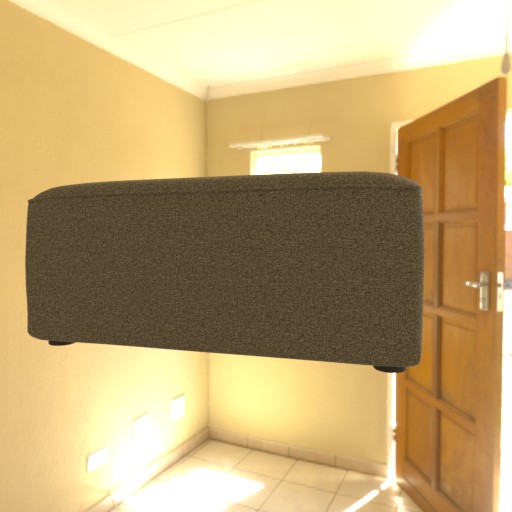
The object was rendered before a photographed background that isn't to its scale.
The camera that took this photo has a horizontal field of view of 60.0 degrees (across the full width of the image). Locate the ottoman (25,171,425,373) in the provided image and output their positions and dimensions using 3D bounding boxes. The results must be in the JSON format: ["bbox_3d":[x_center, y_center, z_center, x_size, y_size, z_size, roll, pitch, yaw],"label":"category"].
[{"bbox_3d":[0.000,0.000,1.518,1.015,0.464,1.005,1,2,17],"label":"ottoman"}]
